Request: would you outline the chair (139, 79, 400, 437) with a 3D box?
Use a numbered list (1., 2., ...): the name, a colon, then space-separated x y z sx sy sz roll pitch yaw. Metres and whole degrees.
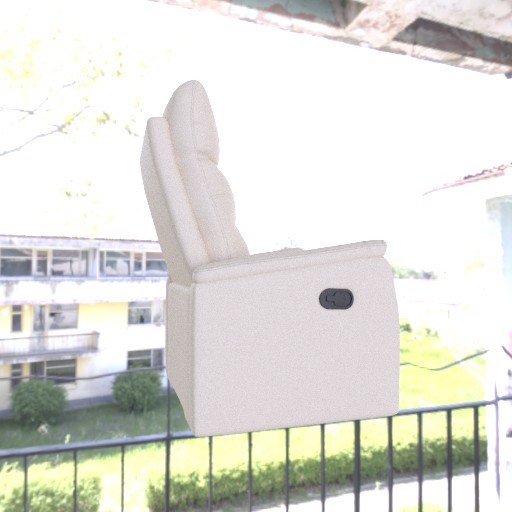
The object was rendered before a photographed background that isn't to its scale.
1. chair: 0.000 0.000 1.665 0.831 1.082 0.775 0 -1 -17
